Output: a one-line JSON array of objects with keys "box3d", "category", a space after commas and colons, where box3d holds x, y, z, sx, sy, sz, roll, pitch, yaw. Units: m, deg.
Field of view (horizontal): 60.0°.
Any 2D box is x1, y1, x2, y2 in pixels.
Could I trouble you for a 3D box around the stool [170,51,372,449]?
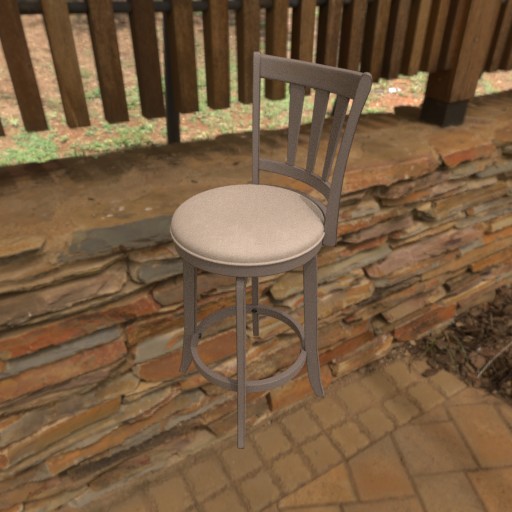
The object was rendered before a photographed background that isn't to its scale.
[{"box3d": [0.000, 0.000, 1.289, 0.475, 1.023, 0.436, -21, 38, -30], "category": "stool"}]
